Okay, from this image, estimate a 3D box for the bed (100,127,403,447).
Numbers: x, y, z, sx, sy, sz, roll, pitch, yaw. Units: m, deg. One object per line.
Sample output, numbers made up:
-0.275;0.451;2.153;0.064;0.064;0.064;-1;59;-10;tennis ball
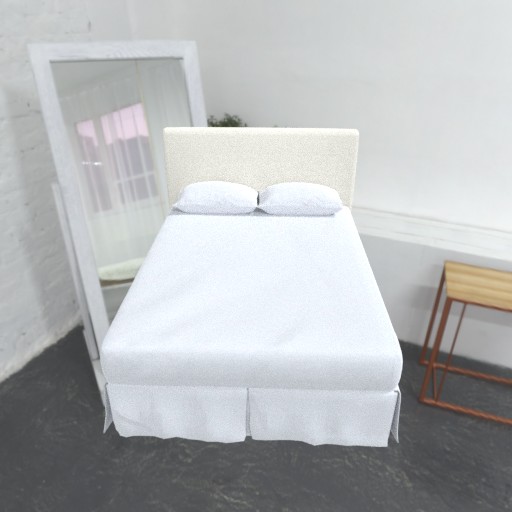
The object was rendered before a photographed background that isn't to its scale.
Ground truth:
0.000;0.000;3.150;1.713;1.330;2.142;1;29;2;bed
